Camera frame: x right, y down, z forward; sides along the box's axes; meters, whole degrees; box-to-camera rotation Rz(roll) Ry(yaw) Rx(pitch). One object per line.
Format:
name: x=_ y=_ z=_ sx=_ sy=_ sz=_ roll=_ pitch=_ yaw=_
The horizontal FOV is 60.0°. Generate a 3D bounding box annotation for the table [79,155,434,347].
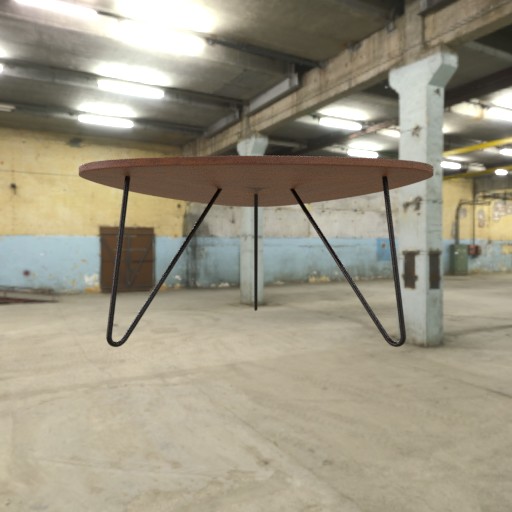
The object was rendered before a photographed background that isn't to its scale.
table: x=0.000 y=0.000 z=1.306 sx=0.833 sy=0.413 sz=0.821 roll=0 pitch=0 yaw=0
